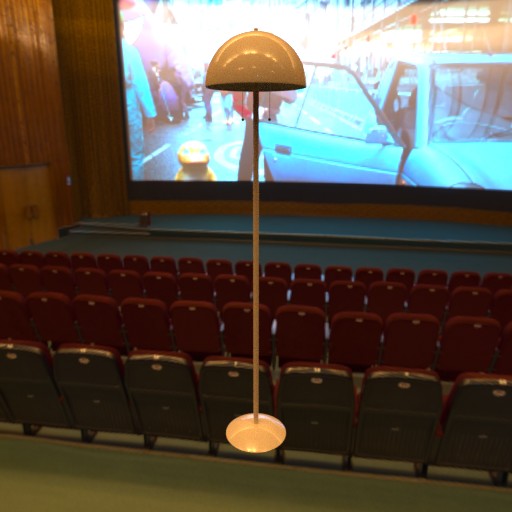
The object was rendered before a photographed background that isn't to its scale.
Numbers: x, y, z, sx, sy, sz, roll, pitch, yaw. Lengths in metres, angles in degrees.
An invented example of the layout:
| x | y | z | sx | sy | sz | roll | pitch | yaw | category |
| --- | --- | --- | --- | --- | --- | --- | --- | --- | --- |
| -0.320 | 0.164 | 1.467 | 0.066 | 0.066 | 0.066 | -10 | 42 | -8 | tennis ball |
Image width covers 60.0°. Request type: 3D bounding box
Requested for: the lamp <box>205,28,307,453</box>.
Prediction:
| x | y | z | sx | sy | sz | roll | pitch | yaw | category |
| --- | --- | --- | --- | --- | --- | --- | --- | --- | --- |
| 0.000 | 0.000 | 1.589 | 0.328 | 1.480 | 0.328 | 2 | 16 | 7 | lamp |
